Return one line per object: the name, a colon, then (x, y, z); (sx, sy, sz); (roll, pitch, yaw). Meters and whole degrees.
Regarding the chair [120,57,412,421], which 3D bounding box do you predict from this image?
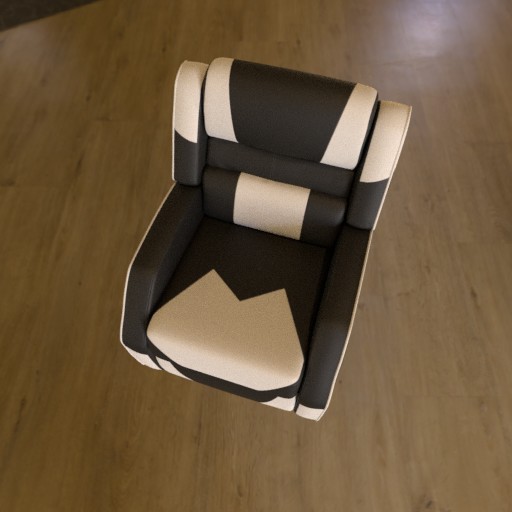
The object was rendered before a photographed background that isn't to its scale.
chair: (0.000, 0.000, 1.290); (0.620, 0.805, 0.672); (15, 60, 9)
